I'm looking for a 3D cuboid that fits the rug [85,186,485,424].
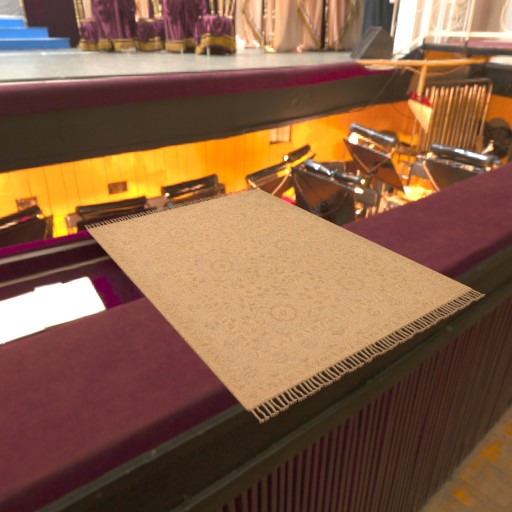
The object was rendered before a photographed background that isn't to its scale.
[{"bbox_3d":[0.000,0.000,2.280,1.223,0.015,1.771,-18,33,-31],"label":"rug"}]
